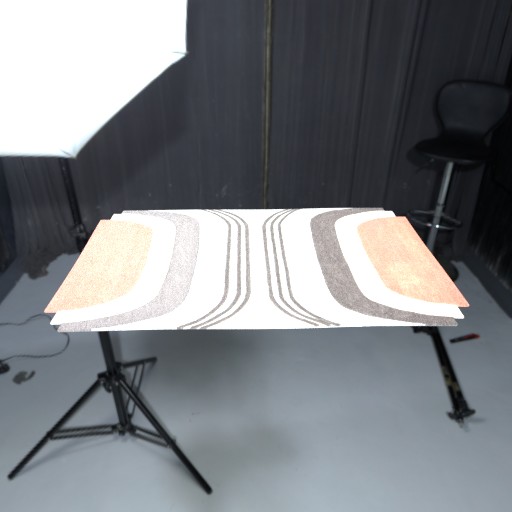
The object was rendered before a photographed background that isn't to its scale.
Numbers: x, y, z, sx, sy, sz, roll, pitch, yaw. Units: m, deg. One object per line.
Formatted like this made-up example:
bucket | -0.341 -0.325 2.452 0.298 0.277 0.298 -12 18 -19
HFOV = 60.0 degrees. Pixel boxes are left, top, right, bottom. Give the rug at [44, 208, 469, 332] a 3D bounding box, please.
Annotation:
rug | 0.000 0.000 3.051 2.446 0.017 1.530 -1 31 -1
